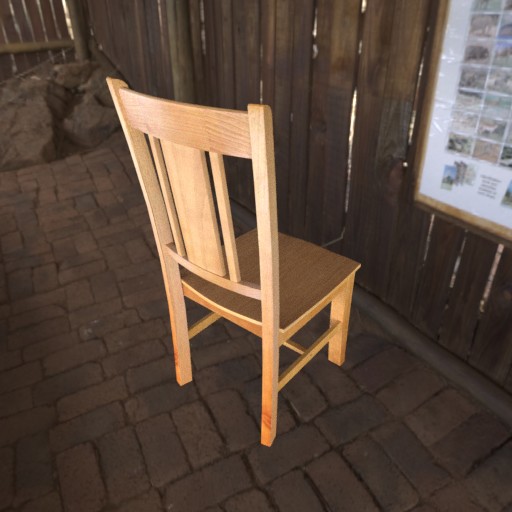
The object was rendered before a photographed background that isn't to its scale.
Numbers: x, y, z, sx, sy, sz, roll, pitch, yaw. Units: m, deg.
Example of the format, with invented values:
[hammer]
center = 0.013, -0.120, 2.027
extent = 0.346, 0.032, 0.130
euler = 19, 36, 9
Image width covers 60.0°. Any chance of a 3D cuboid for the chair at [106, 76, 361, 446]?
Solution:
[chair]
center = 0.000, 0.000, 1.293
extent = 0.450, 0.998, 0.556
euler = 23, 38, 33
